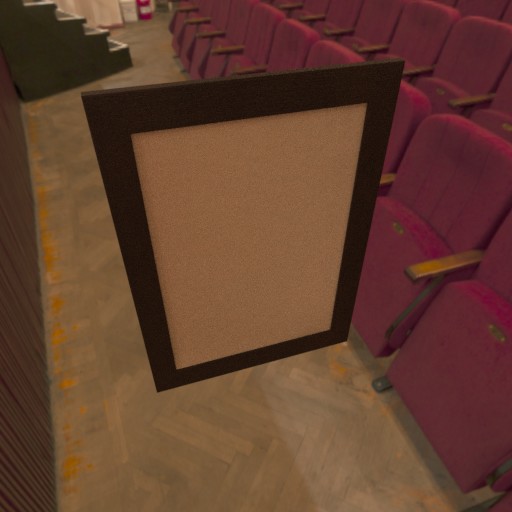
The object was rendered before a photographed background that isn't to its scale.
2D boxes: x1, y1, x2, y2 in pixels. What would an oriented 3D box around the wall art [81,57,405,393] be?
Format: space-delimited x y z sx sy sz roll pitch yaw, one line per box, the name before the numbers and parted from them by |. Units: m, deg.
wall art | 0.000 0.000 0.638 0.359 0.508 0.013 -12 42 -14
